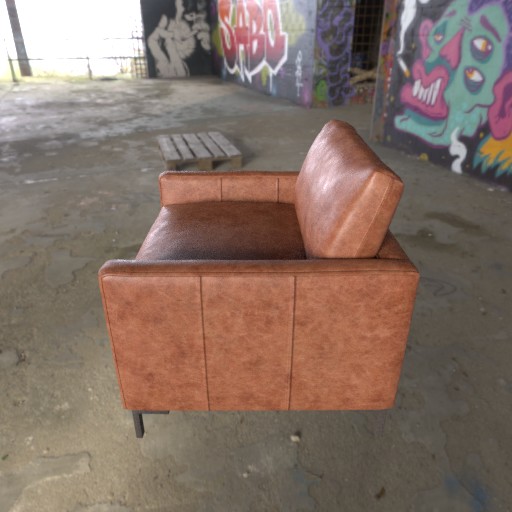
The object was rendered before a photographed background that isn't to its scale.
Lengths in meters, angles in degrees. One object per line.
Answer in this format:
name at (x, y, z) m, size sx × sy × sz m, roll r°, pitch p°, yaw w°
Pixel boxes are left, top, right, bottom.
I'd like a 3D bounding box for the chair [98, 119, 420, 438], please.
chair at (0.000, 0.000, 1.645) m, size 0.862 × 0.869 × 0.967 m, roll 0°, pitch 27°, yaw 0°
